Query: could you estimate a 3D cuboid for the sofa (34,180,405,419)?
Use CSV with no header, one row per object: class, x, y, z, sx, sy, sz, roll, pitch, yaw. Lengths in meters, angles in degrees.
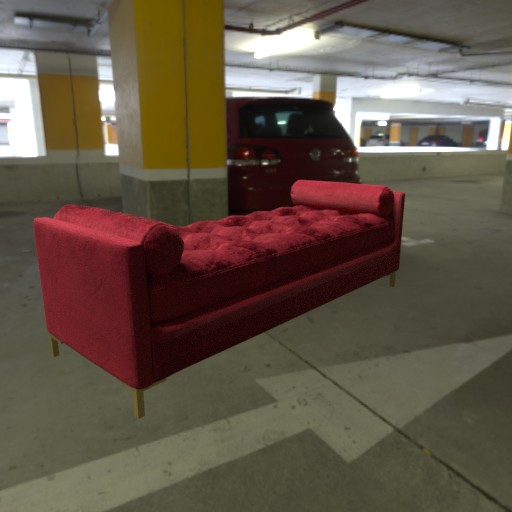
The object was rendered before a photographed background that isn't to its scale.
sofa,0.000,0.000,2.502,0.796,0.705,2.102,13,20,41
